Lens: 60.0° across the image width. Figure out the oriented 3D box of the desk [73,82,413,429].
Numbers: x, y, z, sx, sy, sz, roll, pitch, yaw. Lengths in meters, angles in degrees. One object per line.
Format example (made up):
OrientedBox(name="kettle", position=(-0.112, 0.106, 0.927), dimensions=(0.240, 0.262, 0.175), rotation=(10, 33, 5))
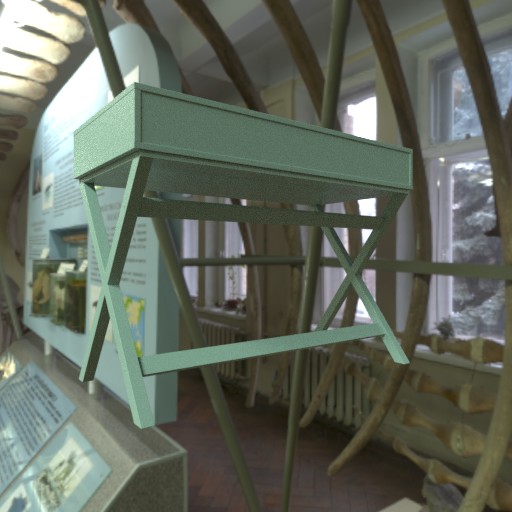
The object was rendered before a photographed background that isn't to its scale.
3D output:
OrientedBox(name="desk", position=(0.000, 0.000, 1.509), dimensions=(1.059, 0.780, 0.509), rotation=(0, 0, -37))
